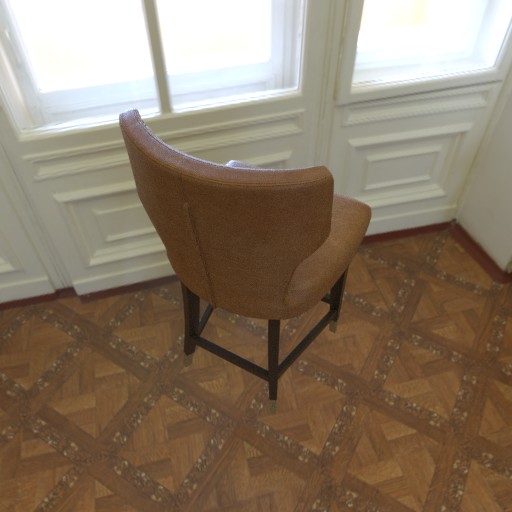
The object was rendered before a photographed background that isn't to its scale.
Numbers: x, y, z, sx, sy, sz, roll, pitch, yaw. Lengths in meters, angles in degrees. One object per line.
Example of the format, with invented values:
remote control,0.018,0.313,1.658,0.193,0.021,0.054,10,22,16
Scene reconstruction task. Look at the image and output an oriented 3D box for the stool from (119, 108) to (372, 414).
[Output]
stool,0.000,0.000,1.337,0.526,0.982,0.563,22,50,20
